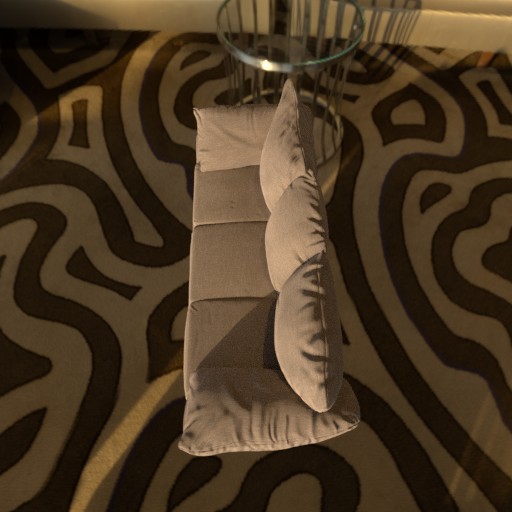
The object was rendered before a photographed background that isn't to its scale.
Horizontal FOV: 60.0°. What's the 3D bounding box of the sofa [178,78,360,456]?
[{"bbox_3d":[0.000,0.000,2.870,0.927,1.043,2.390,-2,59,-1],"label":"sofa"}]
